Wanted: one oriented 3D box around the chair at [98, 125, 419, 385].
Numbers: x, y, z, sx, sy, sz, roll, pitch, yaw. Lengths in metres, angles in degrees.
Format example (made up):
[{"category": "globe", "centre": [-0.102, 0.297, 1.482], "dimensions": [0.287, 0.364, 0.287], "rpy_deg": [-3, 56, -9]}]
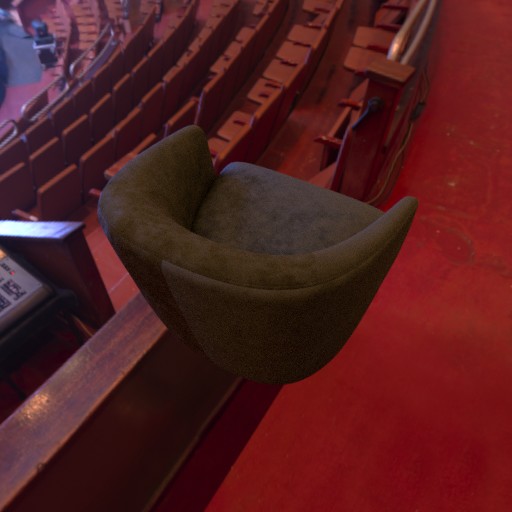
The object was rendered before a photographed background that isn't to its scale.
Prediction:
[{"category": "chair", "centre": [0.000, 0.000, 1.372], "dimensions": [0.773, 0.698, 0.767], "rpy_deg": [23, 51, 20]}]
